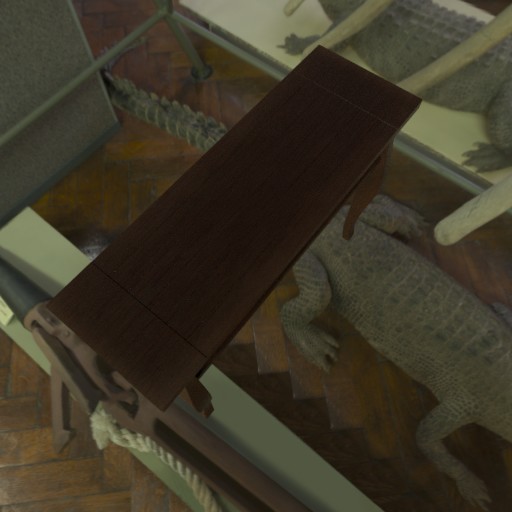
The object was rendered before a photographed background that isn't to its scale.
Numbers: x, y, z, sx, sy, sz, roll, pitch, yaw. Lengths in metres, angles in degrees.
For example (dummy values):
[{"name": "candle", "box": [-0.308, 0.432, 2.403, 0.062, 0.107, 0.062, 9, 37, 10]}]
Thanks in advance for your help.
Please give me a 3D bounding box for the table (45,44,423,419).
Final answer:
[{"name": "table", "box": [0.000, 0.000, 1.463, 0.373, 0.768, 1.062, 36, 70, 15]}]
